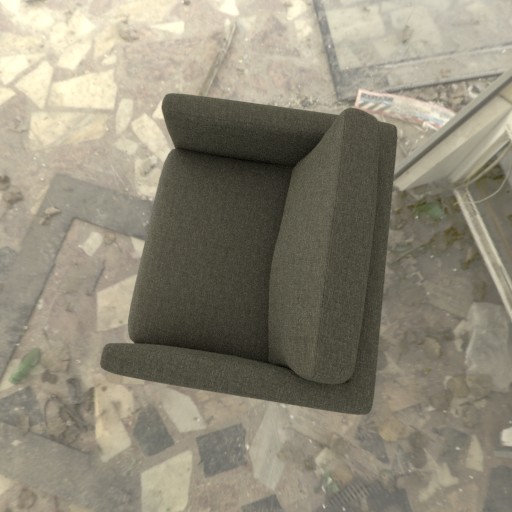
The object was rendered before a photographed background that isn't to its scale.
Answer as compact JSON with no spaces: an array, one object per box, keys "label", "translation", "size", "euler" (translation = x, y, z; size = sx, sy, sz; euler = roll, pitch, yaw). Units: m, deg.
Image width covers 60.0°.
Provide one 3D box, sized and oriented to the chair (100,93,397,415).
[{"label":"chair","translation":[0.000,0.000,1.853],"size":[0.959,0.963,1.107],"euler":[9,76,2]}]
